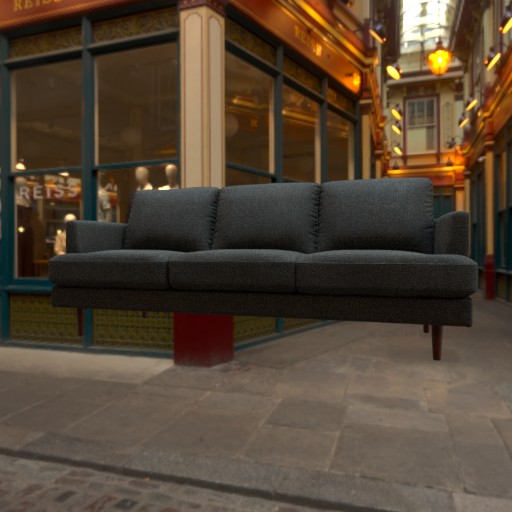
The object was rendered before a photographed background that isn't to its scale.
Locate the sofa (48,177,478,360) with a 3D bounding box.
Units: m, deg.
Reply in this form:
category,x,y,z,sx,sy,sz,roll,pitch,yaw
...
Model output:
category,x,y,z,sx,sy,sz,roll,pitch,yaw
sofa,0.000,0.000,2.613,2.246,0.930,0.903,0,1,17
